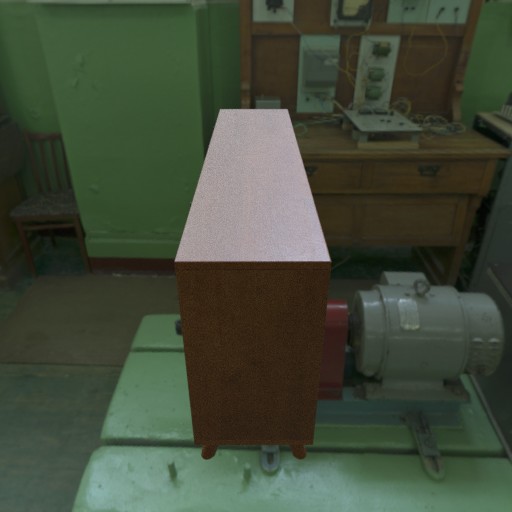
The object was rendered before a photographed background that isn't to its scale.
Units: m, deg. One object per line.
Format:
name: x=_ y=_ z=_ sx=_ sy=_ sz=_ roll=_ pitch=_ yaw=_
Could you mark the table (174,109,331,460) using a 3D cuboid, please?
table: x=0.000 y=0.000 z=1.492 sx=0.308 sy=0.698 sz=1.220 roll=0 pitch=31 yaw=0
